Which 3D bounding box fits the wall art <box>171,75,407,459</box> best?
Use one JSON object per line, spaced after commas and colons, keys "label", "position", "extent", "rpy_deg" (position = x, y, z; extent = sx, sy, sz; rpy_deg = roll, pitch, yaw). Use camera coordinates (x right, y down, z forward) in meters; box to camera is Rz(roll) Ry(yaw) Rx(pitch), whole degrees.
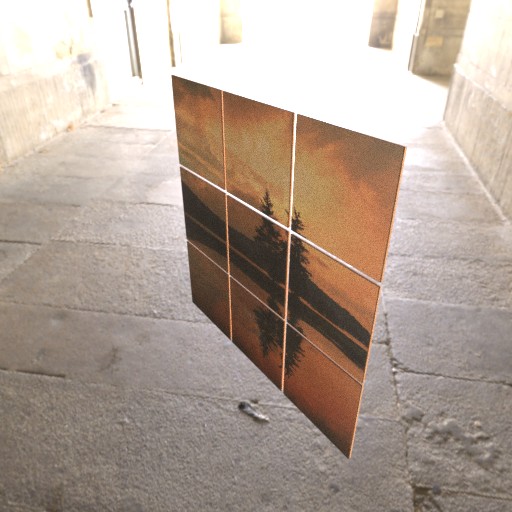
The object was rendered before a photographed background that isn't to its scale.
{"label": "wall art", "position": [0.000, 0.000, 1.798], "extent": [0.013, 1.218, 1.216], "rpy_deg": [-21, 37, -30]}
